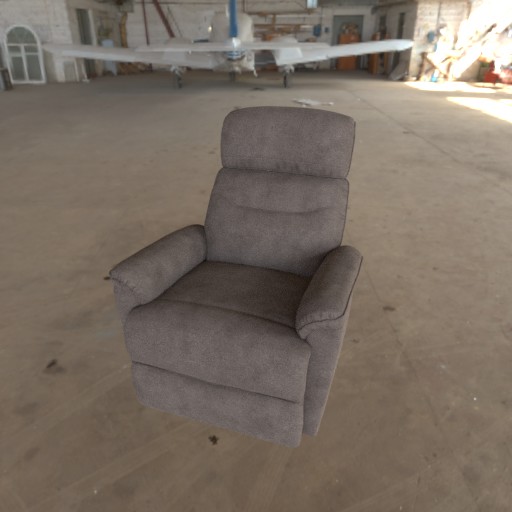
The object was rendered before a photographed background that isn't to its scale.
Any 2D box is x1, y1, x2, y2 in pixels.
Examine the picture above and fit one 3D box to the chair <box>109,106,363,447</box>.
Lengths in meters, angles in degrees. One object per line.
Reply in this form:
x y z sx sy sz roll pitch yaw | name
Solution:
0.000 0.000 1.787 0.830 1.036 1.009 9 28 17 | chair
